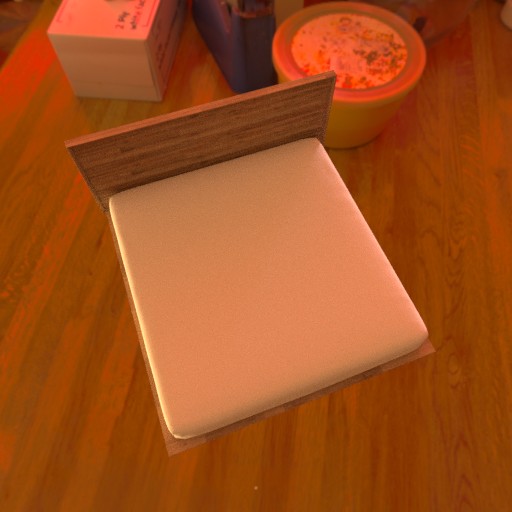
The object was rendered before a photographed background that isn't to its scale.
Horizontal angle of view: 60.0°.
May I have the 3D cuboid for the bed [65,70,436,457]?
[{"bbox_3d":[0.000,0.000,3.358,2.116,1.100,2.167,-18,64,-9],"label":"bed"}]
